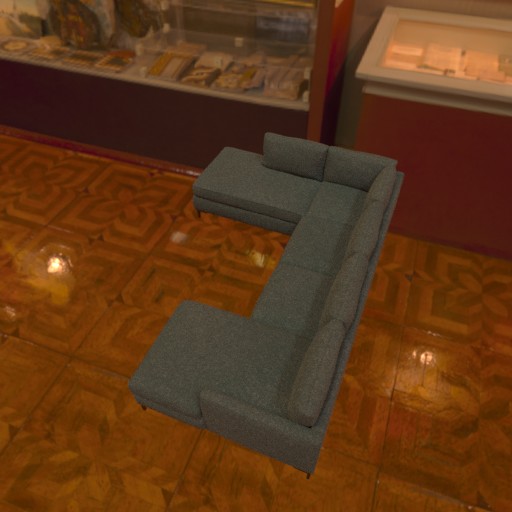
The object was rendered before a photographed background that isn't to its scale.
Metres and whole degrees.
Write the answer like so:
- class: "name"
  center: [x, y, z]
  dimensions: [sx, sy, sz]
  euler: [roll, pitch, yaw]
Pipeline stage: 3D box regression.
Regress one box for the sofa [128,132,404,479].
- class: "sofa"
  center: [0.000, 0.000, 3.871]
  dimensions: [2.007, 0.813, 2.956]
  euler: [16, 48, 15]
